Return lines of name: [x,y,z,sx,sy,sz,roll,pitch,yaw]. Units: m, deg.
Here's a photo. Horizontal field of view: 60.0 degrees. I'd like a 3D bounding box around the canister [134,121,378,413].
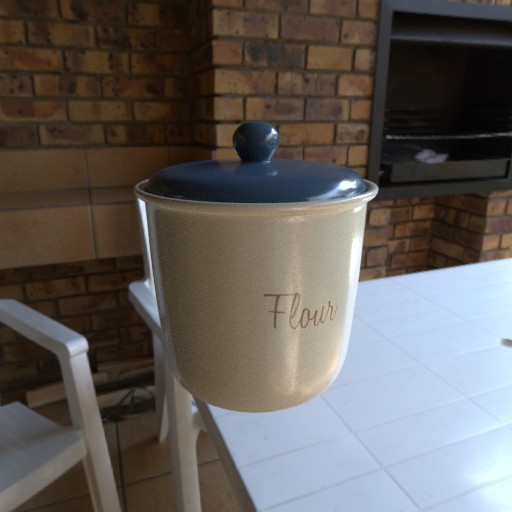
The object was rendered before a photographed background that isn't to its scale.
canister: [0.000,0.000,0.358,0.182,0.208,0.182,0,17,0]
